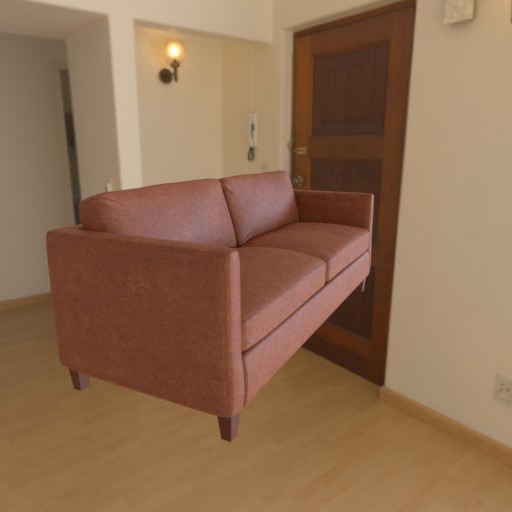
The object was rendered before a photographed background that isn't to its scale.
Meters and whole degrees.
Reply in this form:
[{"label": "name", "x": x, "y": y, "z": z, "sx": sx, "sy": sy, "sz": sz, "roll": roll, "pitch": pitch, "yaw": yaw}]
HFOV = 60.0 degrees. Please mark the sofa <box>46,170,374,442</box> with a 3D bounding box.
[{"label": "sofa", "x": 0.000, "y": 0.000, "z": 2.693, "sx": 0.950, "sy": 0.932, "sz": 2.204, "roll": 7, "pitch": 16, "yaw": 26}]
